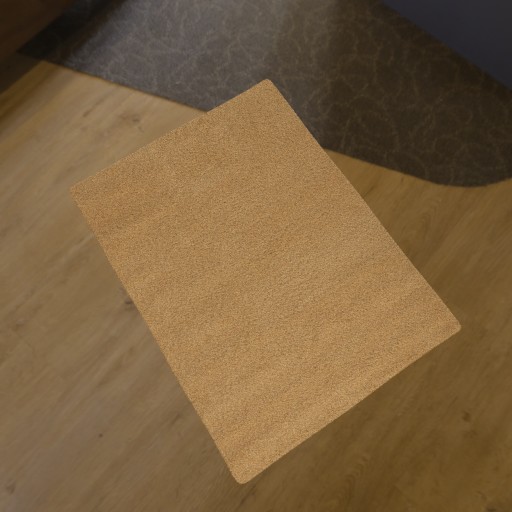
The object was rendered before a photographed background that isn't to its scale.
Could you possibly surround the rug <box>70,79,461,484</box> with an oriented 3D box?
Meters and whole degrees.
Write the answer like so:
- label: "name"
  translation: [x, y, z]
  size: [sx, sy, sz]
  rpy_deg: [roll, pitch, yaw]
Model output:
- label: "rug"
  translation: [0.000, 0.000, 2.115]
  size: [1.199, 0.025, 1.600]
  rpy_deg: [-32, 76, -9]
